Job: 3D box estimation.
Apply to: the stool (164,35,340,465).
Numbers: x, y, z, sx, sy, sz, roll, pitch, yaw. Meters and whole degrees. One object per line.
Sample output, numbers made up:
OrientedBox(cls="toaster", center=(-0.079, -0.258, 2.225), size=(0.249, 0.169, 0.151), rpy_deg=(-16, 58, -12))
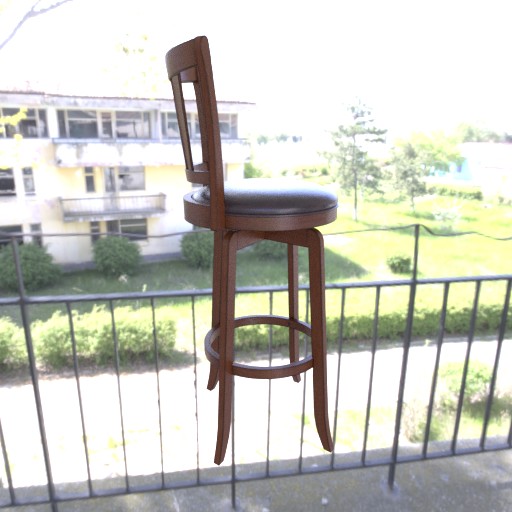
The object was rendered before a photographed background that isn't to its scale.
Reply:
OrientedBox(cls="stool", center=(0.000, 0.000, 1.395), size=(0.503, 1.177, 0.464), rpy_deg=(-3, 16, -9))
